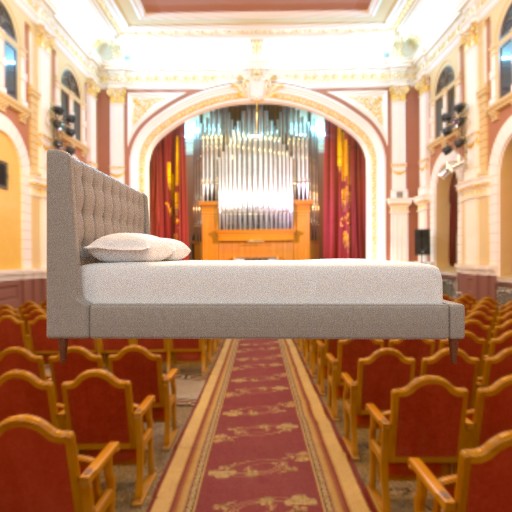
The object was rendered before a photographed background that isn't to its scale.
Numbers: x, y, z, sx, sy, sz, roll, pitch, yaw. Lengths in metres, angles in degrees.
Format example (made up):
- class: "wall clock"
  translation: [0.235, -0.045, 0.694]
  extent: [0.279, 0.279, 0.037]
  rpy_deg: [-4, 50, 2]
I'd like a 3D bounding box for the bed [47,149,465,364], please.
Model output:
- class: "bed"
  translation: [0.000, 0.000, 3.171]
  extent: [2.232, 1.147, 1.656]
  rpy_deg: [0, 0, 1]
